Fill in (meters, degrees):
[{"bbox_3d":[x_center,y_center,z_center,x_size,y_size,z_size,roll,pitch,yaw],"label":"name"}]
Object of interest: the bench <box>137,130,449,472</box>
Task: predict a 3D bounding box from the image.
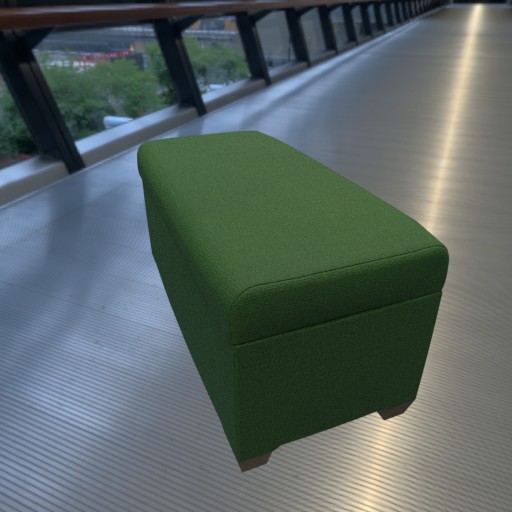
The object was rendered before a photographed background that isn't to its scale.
[{"bbox_3d":[0.000,0.000,1.286,0.505,0.501,0.989,-11,32,-19],"label":"bench"}]
